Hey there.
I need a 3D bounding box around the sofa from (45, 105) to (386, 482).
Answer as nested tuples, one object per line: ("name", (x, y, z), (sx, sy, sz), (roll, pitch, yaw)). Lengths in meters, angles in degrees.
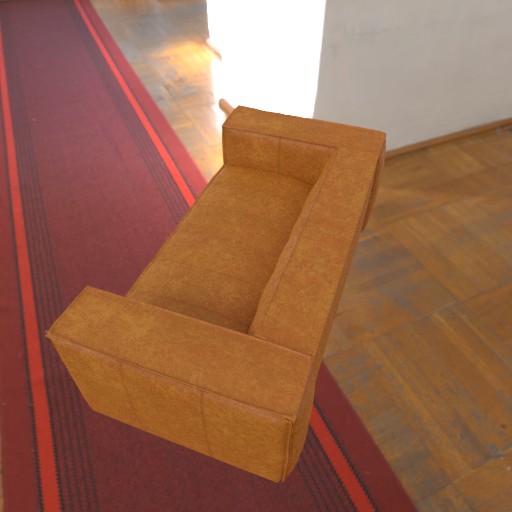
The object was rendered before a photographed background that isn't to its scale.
("sofa", (0.000, 0.000, 2.537), (1.102, 0.703, 2.088), (15, 47, 14))
